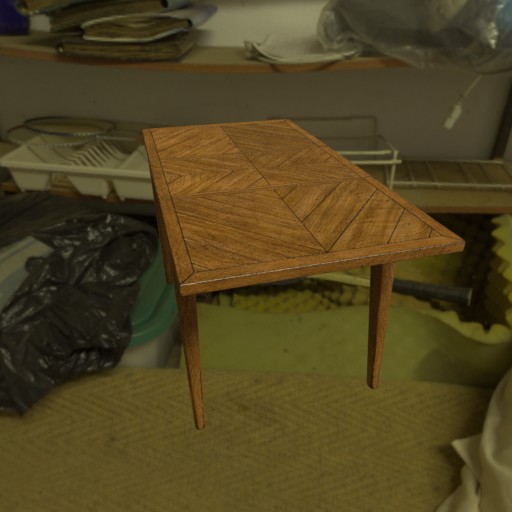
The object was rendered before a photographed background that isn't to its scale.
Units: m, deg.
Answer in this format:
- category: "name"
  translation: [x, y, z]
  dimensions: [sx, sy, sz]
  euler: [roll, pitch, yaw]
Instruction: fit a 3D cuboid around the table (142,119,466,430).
- category: "table"
  translation: [0.000, 0.000, 1.855]
  dimensions: [0.757, 0.760, 1.400]
  euler: [-8, 31, -14]
